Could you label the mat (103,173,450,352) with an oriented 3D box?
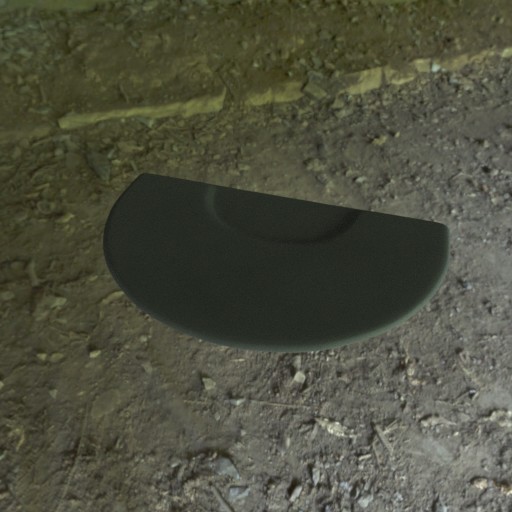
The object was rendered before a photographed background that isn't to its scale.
[{"bbox_3d":[0.000,0.000,1.810,1.525,0.022,0.917,11,43,13],"label":"mat"}]
